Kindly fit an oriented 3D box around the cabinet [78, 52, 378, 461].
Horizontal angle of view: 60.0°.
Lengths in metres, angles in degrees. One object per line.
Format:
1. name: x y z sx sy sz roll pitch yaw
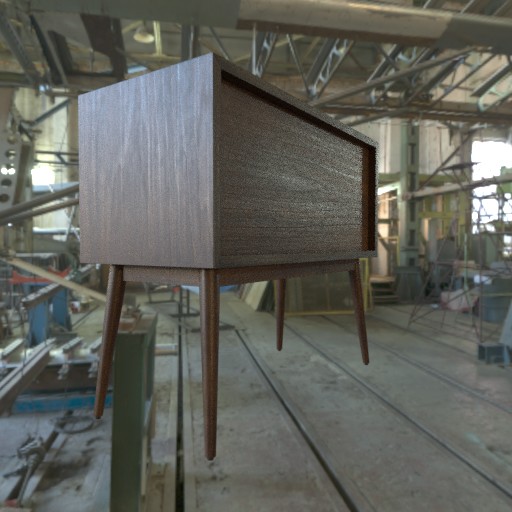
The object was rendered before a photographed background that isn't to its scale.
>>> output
1. cabinet: 0.000 0.000 1.101 0.354 0.654 0.743 1 2 35
